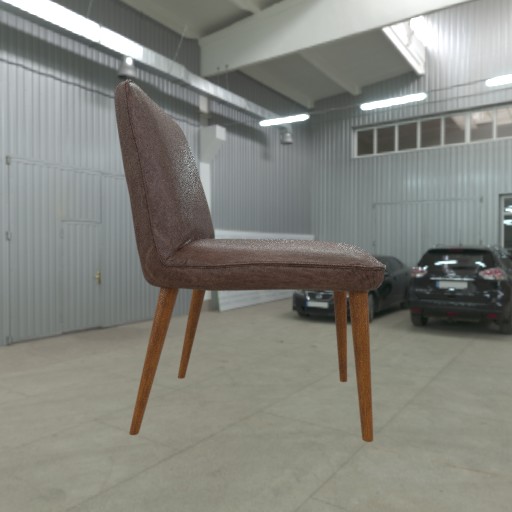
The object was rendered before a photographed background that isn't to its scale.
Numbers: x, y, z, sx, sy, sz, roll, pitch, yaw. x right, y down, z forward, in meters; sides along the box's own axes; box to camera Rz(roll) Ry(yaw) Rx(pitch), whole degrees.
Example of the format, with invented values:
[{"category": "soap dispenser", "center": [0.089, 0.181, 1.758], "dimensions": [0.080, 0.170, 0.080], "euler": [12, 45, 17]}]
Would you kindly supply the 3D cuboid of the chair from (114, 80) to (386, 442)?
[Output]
[{"category": "chair", "center": [0.000, 0.000, 1.199], "dimensions": [0.645, 0.803, 0.543], "euler": [0, 1, 0]}]
